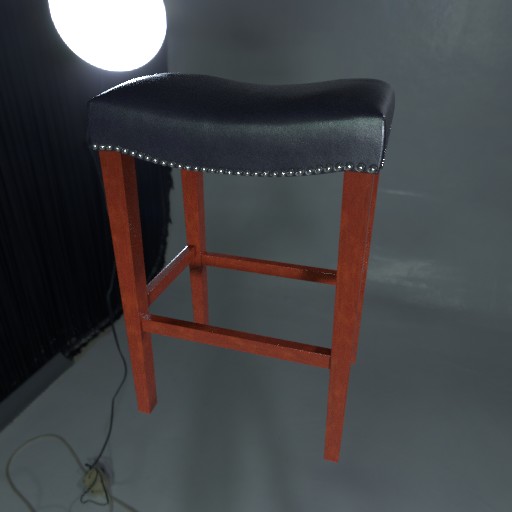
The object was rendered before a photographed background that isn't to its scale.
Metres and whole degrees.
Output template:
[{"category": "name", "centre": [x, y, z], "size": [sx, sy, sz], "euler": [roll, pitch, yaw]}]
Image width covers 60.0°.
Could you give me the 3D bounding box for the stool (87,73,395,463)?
[{"category": "stool", "centre": [0.000, 0.000, 0.990], "size": [0.504, 0.742, 0.372], "euler": [8, 28, 15]}]
